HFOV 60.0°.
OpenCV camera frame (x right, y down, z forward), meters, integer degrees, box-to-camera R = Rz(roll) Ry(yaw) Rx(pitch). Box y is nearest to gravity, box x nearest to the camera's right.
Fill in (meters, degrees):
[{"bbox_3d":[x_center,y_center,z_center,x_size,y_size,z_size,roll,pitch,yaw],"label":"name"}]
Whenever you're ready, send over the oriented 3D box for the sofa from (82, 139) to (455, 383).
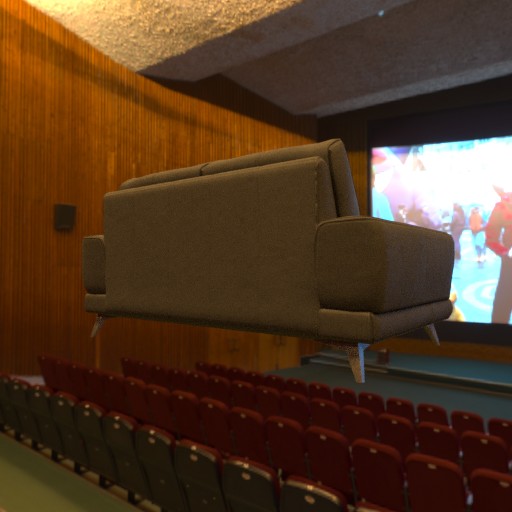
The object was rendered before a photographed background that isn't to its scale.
[{"bbox_3d":[0.000,0.000,2.381,1.806,0.907,1.018,-1,-2,38],"label":"sofa"}]
